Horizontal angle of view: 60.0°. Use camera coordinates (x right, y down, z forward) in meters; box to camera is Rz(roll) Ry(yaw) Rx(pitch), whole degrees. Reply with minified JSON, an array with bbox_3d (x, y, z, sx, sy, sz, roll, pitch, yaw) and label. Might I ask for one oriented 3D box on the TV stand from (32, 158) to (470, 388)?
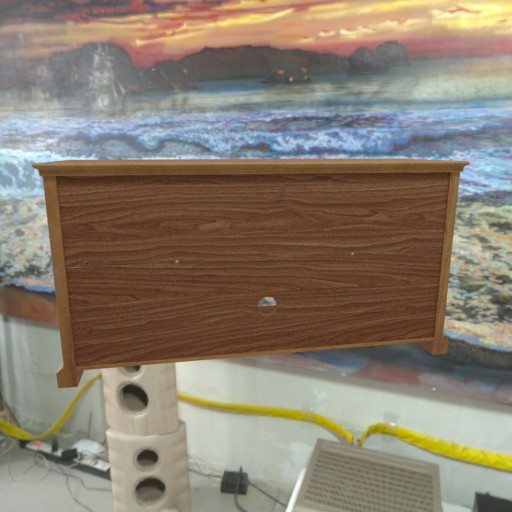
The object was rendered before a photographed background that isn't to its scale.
[{"bbox_3d":[0.000,0.000,1.440,1.181,0.607,0.417,-2,14,-10],"label":"TV stand"}]
